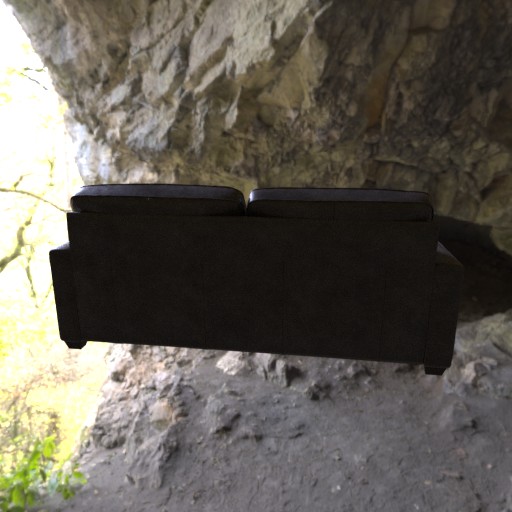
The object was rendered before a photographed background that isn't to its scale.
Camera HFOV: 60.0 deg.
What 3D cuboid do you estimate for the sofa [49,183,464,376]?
[{"bbox_3d":[0.000,0.000,2.619,2.081,0.916,0.939,2,16,8],"label":"sofa"}]
